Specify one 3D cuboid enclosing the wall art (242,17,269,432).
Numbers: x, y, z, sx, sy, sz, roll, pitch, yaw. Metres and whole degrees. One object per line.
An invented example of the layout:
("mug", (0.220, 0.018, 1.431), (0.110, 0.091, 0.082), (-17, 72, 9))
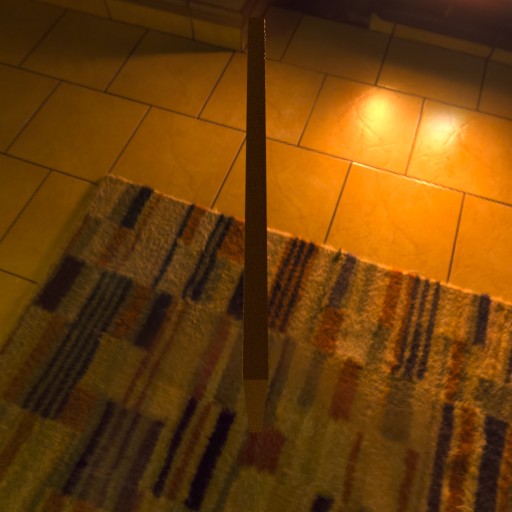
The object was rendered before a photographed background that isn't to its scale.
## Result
("wall art", (0.000, 0.000, 1.124), (0.036, 0.765, 0.767), (0, 63, 0))
